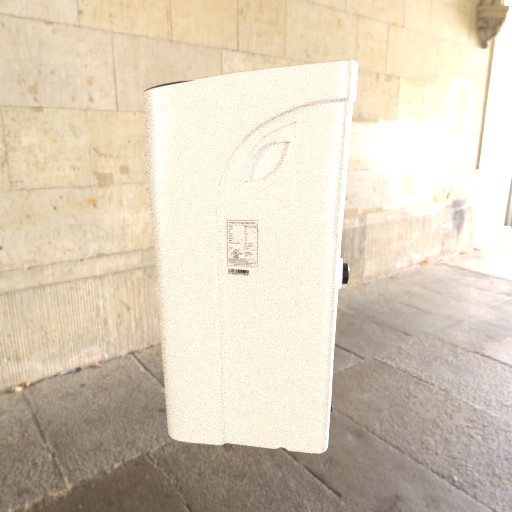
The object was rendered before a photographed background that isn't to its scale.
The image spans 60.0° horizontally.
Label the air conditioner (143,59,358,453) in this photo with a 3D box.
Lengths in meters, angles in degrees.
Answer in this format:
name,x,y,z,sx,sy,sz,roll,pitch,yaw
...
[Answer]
name,x,y,z,sx,sy,sz,roll,pitch,yaw
air conditioner,0.000,0.000,0.923,0.369,0.716,0.352,2,15,8
